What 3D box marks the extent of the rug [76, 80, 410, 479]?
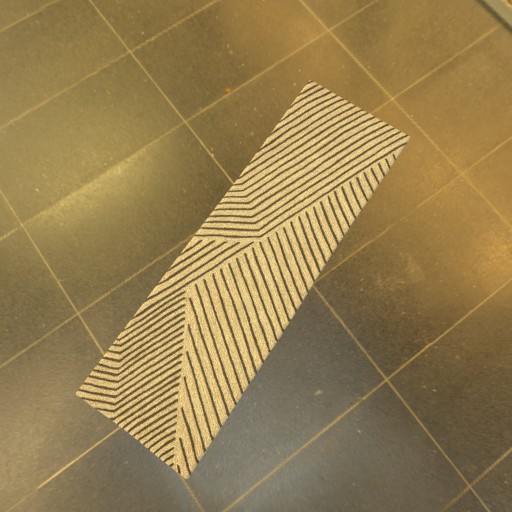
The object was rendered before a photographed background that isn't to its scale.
[{"bbox_3d":[0.000,0.000,2.660,0.773,0.020,2.439,33,78,8],"label":"rug"}]
